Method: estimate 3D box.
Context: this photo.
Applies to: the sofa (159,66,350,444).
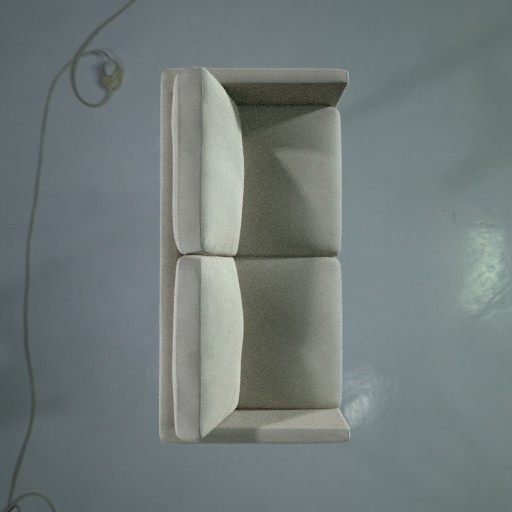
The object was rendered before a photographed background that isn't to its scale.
[{"bbox_3d":[0.000,0.000,2.406,0.950,0.940,1.846,0,89,0],"label":"sofa"}]
